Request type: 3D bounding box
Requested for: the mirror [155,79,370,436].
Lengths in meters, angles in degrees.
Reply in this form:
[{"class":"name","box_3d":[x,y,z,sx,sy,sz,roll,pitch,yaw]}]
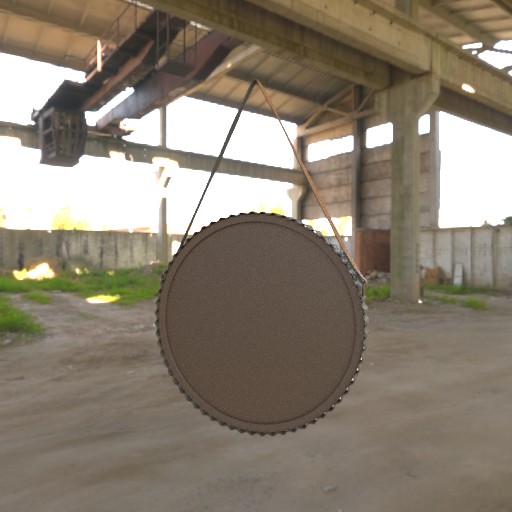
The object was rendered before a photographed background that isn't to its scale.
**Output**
[{"class":"mirror","box_3d":[0.000,0.000,0.717,0.355,0.568,0.042,0,1,20]}]
